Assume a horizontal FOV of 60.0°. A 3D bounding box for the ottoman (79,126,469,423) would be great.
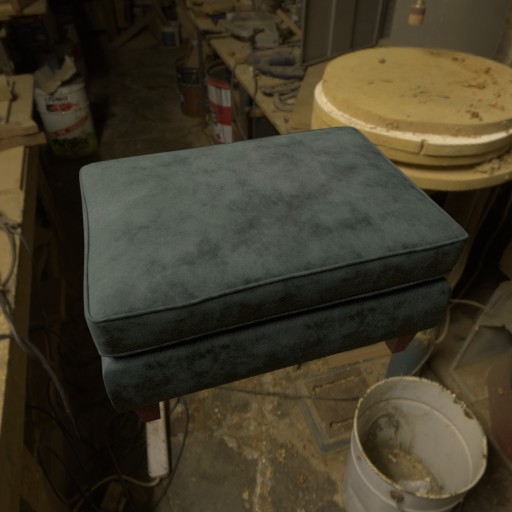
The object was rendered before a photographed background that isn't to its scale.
[{"bbox_3d":[0.000,0.000,1.253,0.864,0.495,0.632,-12,43,-13],"label":"ottoman"}]
